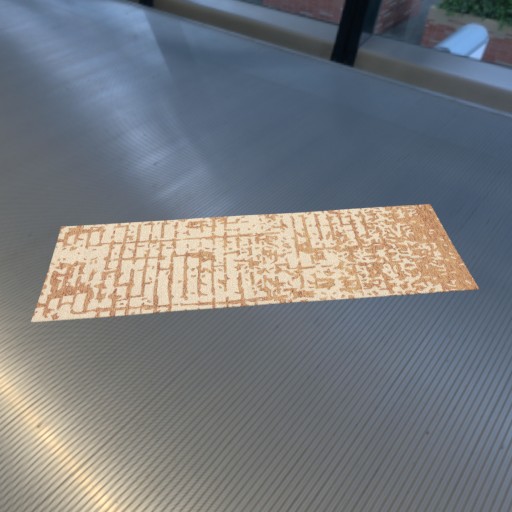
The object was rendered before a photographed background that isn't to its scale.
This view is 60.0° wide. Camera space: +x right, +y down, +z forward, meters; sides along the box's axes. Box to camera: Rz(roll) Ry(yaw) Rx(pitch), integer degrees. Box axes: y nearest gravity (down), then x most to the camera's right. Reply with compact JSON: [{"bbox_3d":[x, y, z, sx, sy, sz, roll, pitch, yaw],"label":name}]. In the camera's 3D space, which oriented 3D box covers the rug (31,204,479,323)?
[{"bbox_3d":[0.000,0.000,2.658,2.435,0.011,0.750,-4,46,-4],"label":"rug"}]
